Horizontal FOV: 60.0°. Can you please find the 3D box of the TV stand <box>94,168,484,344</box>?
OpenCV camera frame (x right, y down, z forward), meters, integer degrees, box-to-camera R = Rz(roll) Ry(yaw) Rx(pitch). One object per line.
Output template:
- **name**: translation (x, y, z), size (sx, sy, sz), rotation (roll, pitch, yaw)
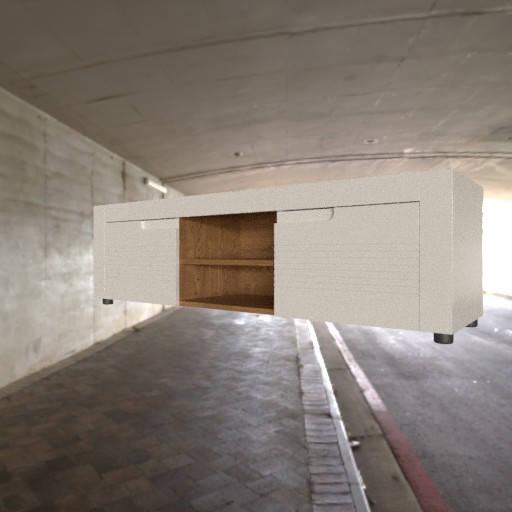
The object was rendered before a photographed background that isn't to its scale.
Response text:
- **TV stand**: translation (0.000, 0.000, 1.695), size (1.500, 0.440, 0.410), rotation (0, 1, 37)
